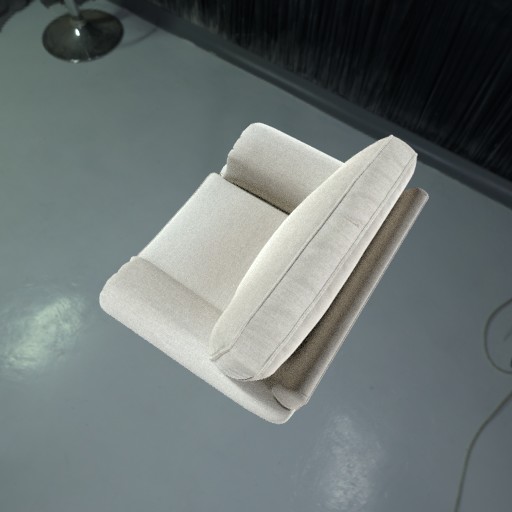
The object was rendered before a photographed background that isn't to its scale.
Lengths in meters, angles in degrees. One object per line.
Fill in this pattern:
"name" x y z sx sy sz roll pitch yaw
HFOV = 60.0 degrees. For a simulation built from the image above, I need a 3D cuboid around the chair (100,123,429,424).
"chair" 0.000 0.000 1.867 0.965 0.961 1.092 31 67 15
